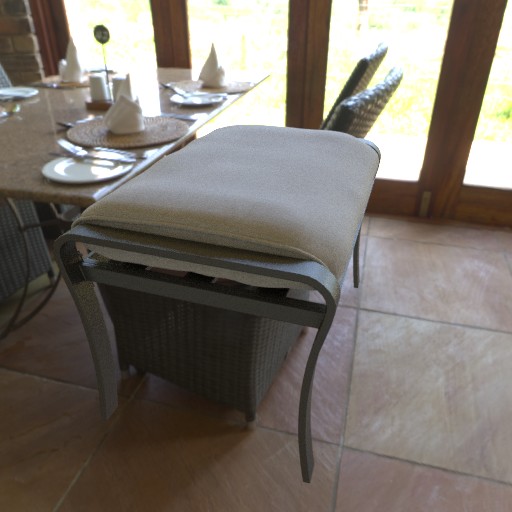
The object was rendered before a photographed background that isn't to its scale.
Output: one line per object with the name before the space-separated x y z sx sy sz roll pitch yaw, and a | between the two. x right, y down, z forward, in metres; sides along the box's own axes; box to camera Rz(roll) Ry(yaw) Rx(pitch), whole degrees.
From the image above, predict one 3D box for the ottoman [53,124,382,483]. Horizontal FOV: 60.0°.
ottoman | 0.000 0.000 0.893 0.406 0.422 0.610 10 32 16
